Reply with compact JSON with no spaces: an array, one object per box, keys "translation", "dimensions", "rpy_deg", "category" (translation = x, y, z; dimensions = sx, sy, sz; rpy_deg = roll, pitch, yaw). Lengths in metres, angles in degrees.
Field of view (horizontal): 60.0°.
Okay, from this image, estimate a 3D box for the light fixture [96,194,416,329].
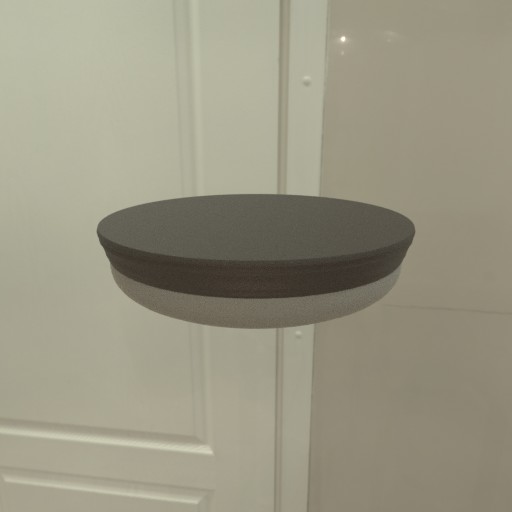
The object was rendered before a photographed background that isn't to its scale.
[{"translation":[0.000,0.000,0.554],"dimensions":[0.368,0.100,0.368],"rpy_deg":[0,17,0],"category":"light fixture"}]
